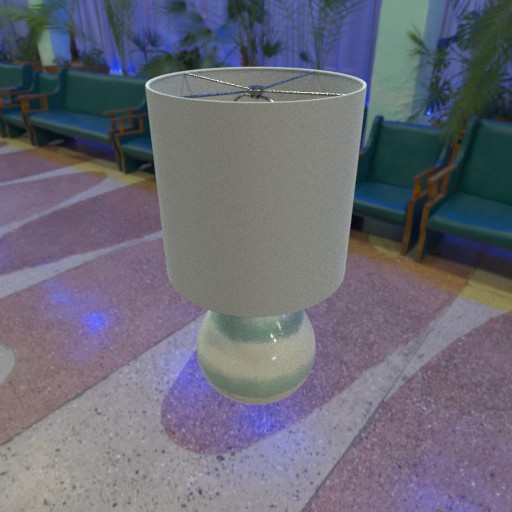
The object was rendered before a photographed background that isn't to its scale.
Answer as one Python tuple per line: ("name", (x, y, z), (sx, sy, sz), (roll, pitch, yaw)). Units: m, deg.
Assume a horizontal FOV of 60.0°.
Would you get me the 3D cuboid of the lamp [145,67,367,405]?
("lamp", (0.000, 0.000, 0.544), (0.217, 0.404, 0.217), (23, 37, 34))
